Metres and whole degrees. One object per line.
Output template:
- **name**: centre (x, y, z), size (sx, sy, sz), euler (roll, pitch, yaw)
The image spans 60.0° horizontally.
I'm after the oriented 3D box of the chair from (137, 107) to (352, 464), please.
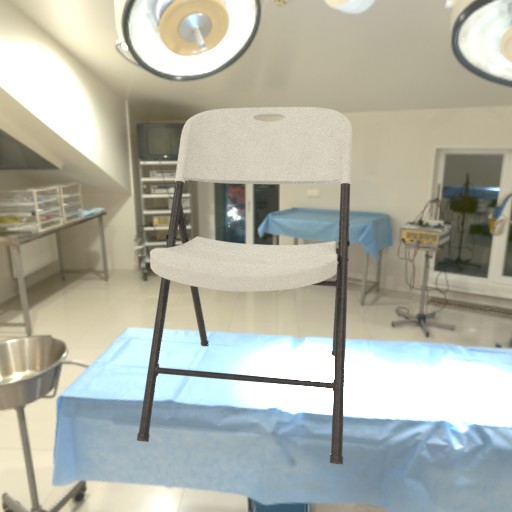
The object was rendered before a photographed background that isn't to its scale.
- **chair**: centre (0.000, 0.000, 1.202), size (0.494, 0.810, 0.566), euler (2, 14, 9)
